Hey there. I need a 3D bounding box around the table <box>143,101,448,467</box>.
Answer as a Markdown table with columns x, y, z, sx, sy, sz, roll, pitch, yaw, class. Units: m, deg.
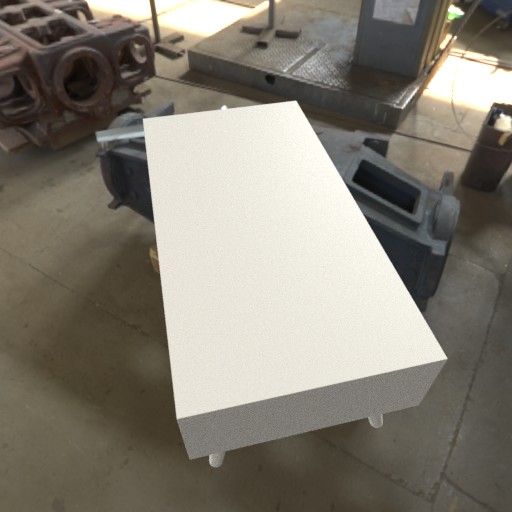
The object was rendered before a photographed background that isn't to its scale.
| x | y | z | sx | sy | sz | roll | pitch | yaw | class |
| --- | --- | --- | --- | --- | --- | --- | --- | --- | --- |
| 0.000 | 0.000 | 1.502 | 0.609 | 0.432 | 1.194 | -10 | 48 | -9 | table |
